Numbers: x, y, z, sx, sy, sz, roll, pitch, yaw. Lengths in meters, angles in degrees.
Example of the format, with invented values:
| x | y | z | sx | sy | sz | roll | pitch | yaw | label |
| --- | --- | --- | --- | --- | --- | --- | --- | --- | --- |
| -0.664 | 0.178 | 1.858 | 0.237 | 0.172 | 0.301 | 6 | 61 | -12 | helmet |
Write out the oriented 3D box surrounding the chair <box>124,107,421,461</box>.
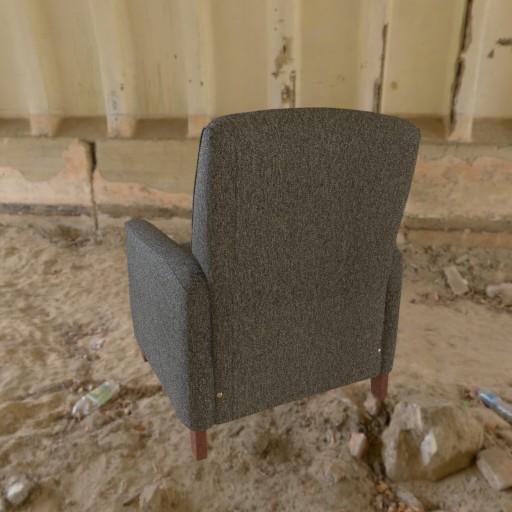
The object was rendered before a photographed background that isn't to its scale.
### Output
| x | y | z | sx | sy | sz | roll | pitch | yaw | label |
| --- | --- | --- | --- | --- | --- | --- | --- | --- | --- |
| 0.000 | 0.000 | 1.650 | 0.848 | 1.014 | 0.864 | -8 | 17 | -26 | chair |
